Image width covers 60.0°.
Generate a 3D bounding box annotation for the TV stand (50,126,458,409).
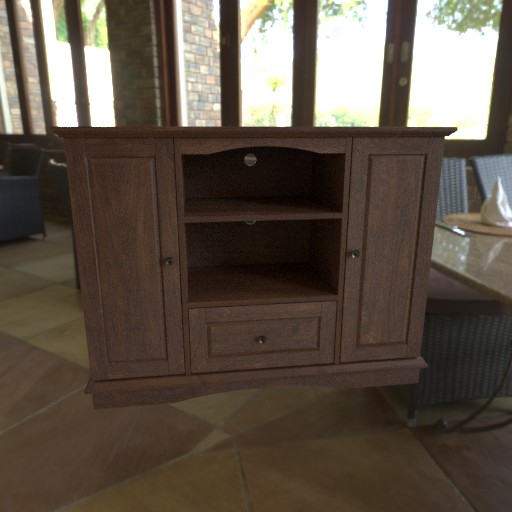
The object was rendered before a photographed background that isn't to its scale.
[{"bbox_3d":[0.000,0.000,1.453,1.067,0.813,0.406,-2,16,-8],"label":"TV stand"}]
